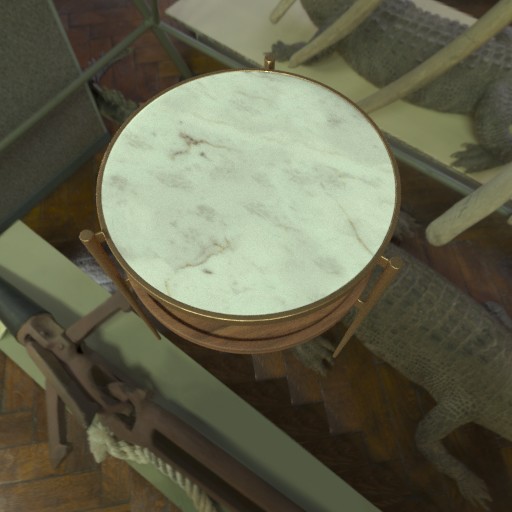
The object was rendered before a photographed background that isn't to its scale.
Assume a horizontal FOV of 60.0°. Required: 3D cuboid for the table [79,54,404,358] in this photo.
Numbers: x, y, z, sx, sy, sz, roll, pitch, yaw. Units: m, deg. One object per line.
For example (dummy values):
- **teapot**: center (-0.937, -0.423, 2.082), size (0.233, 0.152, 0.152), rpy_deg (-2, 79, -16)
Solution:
- **table**: center (0.000, 0.000, 0.834), size (0.456, 0.493, 0.430), rpy_deg (34, 68, 15)
